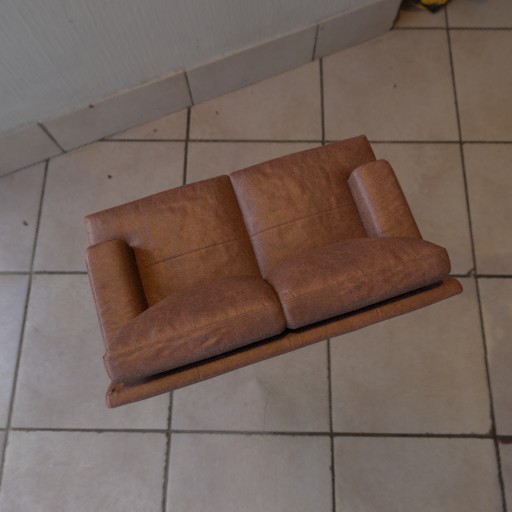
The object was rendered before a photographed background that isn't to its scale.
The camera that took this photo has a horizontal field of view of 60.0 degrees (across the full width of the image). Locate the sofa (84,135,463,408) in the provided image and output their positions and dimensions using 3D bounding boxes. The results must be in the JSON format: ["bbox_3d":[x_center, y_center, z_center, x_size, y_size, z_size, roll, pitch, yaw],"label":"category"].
[{"bbox_3d":[0.000,0.000,2.523,1.880,0.939,1.143,-17,75,-5],"label":"sofa"}]
